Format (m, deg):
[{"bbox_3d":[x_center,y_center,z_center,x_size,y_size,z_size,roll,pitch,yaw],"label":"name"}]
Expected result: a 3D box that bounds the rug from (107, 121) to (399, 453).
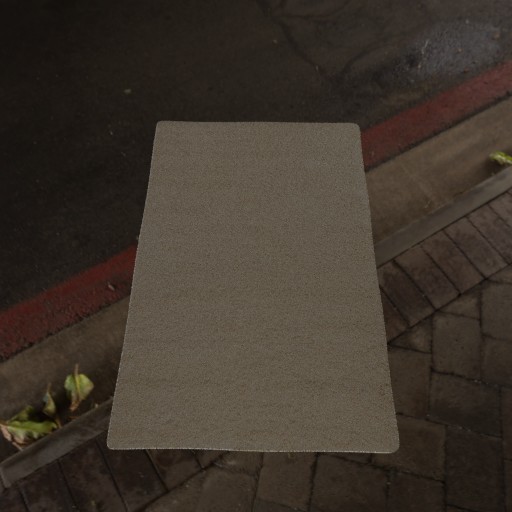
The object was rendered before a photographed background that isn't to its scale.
[{"bbox_3d":[0.000,0.000,3.338,1.798,0.025,2.698,1,62,0],"label":"rug"}]
